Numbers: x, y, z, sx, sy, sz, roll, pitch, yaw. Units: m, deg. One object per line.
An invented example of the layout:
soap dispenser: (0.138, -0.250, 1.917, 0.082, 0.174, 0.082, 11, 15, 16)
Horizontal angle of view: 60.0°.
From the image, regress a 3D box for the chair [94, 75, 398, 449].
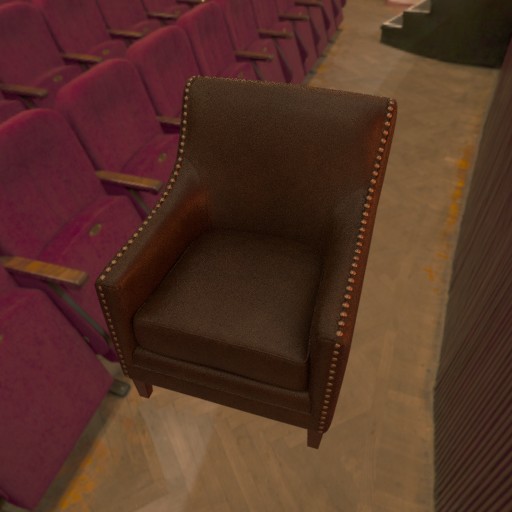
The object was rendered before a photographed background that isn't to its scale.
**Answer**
chair: (0.000, 0.000, 1.325, 0.639, 0.813, 0.704, 12, 42, 13)
